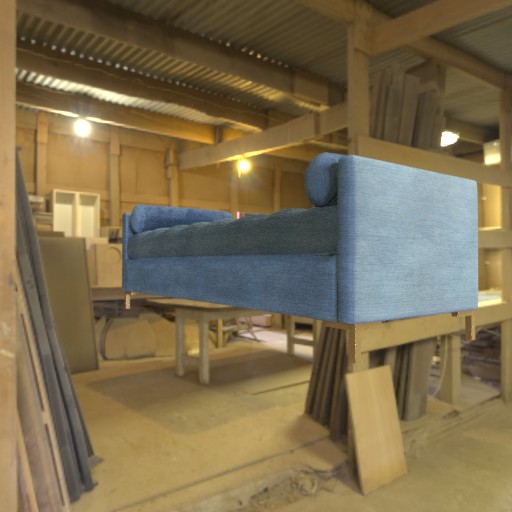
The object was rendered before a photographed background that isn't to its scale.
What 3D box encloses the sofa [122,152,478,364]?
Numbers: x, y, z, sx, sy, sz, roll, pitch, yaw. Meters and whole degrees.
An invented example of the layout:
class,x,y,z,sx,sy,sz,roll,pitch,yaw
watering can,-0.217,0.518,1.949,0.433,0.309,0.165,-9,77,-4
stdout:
class,x,y,z,sx,sy,sz,roll,pitch,yaw
sofa,0.000,0.000,2.436,0.796,0.705,2.102,1,-1,-36
